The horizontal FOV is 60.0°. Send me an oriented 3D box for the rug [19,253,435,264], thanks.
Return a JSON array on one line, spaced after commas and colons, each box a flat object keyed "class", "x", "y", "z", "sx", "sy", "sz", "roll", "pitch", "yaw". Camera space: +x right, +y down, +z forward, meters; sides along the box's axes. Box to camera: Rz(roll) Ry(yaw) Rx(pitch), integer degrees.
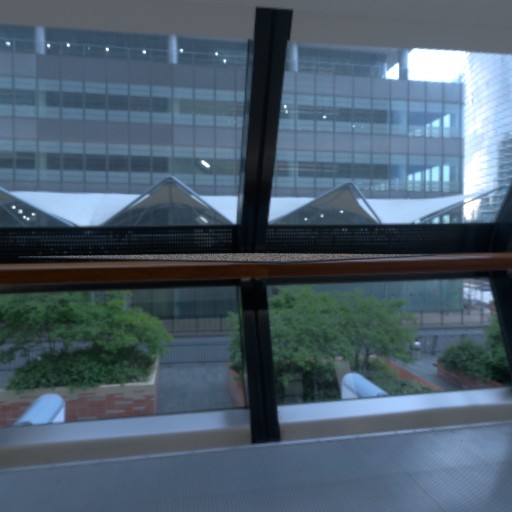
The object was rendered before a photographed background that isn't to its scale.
[{"class": "rug", "x": 0.000, "y": 0.000, "z": 4.029, "sx": 2.438, "sy": 0.010, "sz": 3.048, "roll": 1, "pitch": 1, "yaw": 35}]
